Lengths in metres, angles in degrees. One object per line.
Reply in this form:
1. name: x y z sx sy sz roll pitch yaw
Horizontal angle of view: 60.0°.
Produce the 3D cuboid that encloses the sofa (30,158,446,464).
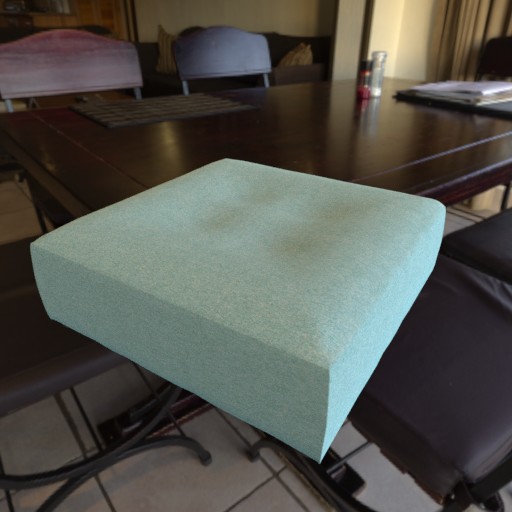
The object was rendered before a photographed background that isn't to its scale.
1. sofa: 0.000 0.000 1.410 0.930 0.330 0.930 18 34 28
